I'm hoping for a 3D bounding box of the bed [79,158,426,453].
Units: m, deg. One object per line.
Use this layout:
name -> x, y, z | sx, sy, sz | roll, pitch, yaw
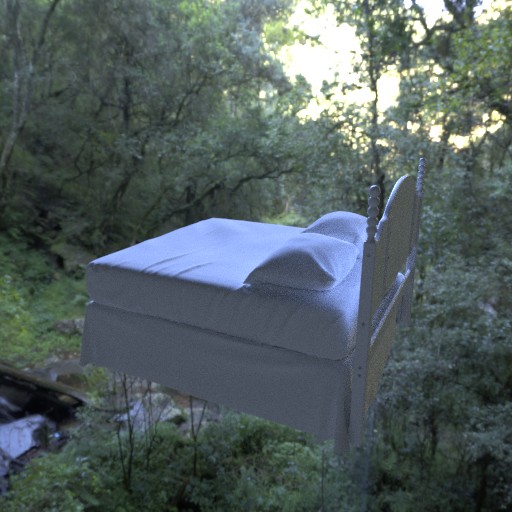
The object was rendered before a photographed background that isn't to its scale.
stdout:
bed -> 0.000, 0.000, 3.234 | 2.040, 1.356, 1.873 | 8, 19, 26
